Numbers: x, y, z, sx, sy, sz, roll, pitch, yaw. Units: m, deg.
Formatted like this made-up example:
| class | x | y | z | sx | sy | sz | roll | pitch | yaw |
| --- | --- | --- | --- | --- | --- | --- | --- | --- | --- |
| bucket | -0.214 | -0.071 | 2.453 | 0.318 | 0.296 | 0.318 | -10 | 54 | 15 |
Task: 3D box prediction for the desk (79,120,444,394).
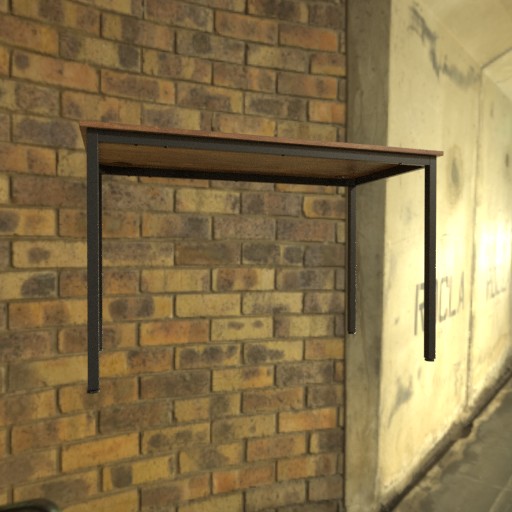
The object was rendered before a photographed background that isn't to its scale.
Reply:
| class | x | y | z | sx | sy | sz | roll | pitch | yaw |
| --- | --- | --- | --- | --- | --- | --- | --- | --- | --- |
| desk | 0.000 | 0.000 | 1.670 | 1.200 | 0.749 | 0.600 | 0 | 1 | -18 |
